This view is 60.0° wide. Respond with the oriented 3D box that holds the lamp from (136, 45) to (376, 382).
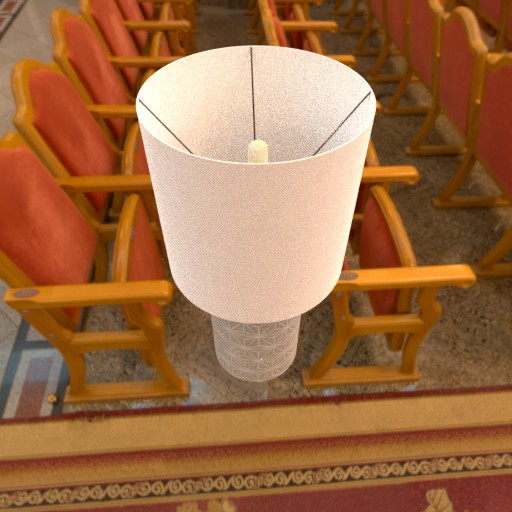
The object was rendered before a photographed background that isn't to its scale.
[{"bbox_3d":[0.000,0.000,0.539,0.206,0.416,0.206,-3,47,-3],"label":"lamp"}]
